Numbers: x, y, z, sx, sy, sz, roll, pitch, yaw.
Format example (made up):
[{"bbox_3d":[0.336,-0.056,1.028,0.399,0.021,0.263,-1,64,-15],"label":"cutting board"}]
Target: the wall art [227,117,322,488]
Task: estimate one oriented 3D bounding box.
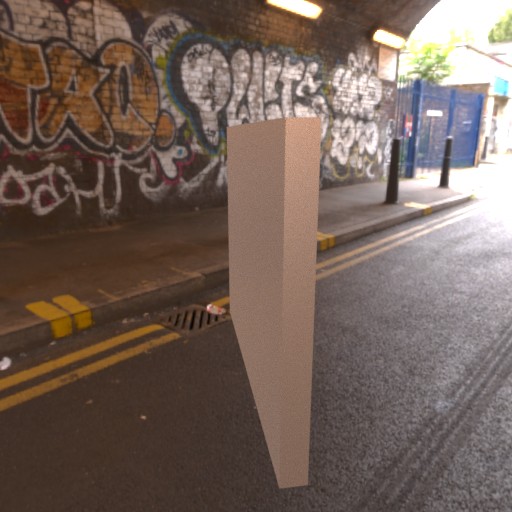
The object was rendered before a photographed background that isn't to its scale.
[{"bbox_3d":[0.000,0.000,1.404,0.066,0.801,1.056,-2,15,-9],"label":"wall art"}]
